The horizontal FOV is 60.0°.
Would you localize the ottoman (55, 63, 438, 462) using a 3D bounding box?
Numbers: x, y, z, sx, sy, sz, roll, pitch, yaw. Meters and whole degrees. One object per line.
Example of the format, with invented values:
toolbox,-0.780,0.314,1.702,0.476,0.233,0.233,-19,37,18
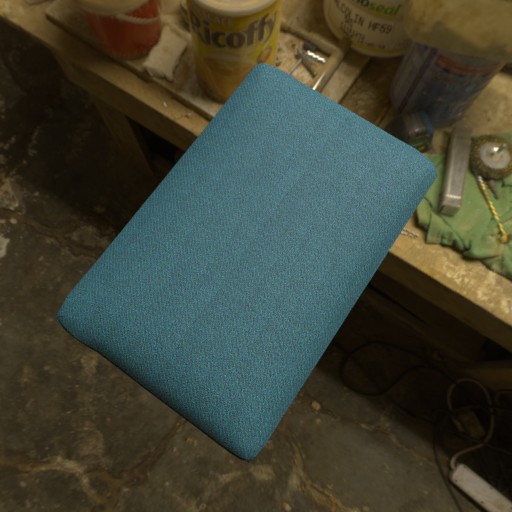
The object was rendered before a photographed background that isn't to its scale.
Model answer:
ottoman,0.000,0.000,1.213,0.563,0.498,0.856,34,77,9
